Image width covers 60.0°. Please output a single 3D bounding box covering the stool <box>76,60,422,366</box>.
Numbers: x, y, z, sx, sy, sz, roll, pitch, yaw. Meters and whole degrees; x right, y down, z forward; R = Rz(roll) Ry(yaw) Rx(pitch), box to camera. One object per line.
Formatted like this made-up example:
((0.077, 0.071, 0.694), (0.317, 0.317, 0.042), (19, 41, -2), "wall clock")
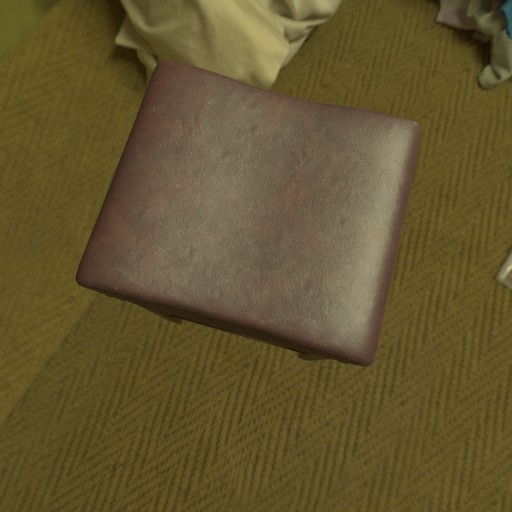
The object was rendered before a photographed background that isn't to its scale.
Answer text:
((0.000, 0.000, 1.044), (0.465, 0.769, 0.401), (15, 77, 4), "stool")
